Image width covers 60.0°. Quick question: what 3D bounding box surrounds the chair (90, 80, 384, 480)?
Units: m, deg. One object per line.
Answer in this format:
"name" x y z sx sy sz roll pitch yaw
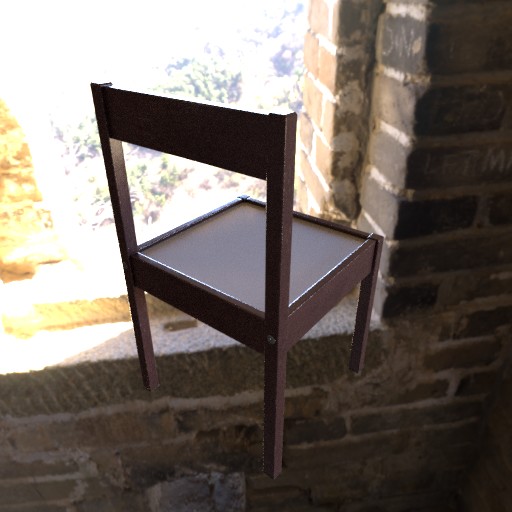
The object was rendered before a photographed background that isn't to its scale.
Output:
"chair" 0.000 0.000 0.674 0.285 0.505 0.285 21 36 32
